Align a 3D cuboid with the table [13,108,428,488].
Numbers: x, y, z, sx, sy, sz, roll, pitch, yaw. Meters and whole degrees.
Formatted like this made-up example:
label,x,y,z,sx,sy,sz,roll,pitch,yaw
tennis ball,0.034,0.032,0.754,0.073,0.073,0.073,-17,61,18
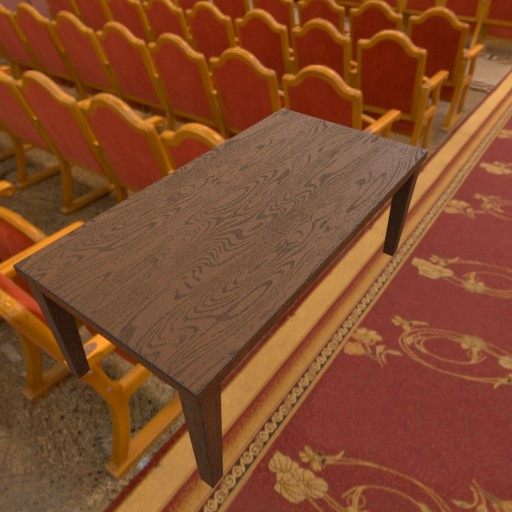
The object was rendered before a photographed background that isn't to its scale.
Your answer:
label,x,y,z,sx,sy,sz,roll,pitch,yaw
table,0.000,0.000,2.436,1.016,0.762,1.981,26,47,27
